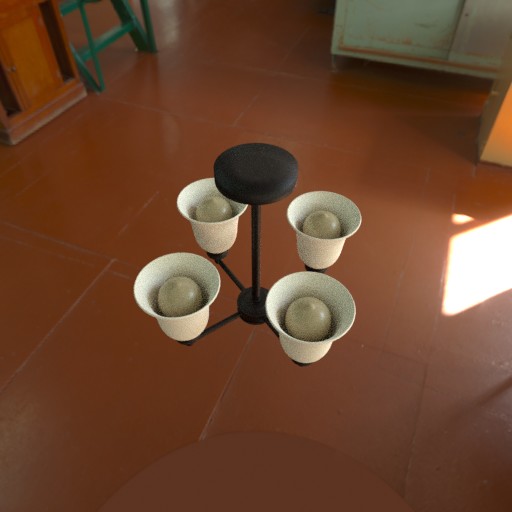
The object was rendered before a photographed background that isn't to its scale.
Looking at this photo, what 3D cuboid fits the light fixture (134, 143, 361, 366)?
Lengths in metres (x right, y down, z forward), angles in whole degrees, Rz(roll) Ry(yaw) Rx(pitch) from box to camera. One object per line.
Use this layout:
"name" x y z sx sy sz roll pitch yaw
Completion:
"light fixture" 0.000 0.000 1.903 1.069 0.925 1.069 -26 52 -22
